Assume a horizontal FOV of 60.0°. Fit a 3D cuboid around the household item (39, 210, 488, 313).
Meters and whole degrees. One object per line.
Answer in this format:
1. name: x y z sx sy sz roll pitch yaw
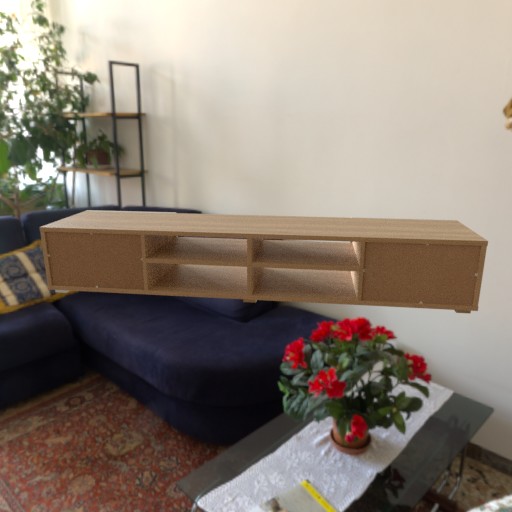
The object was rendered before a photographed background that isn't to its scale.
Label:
1. household item: 0.000 0.000 2.057 1.850 0.310 0.420 2 16 7
